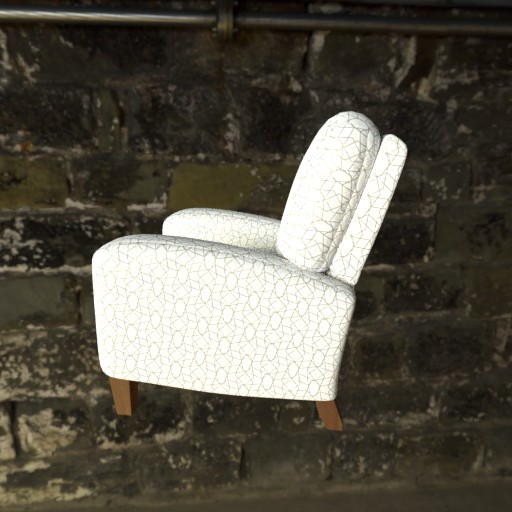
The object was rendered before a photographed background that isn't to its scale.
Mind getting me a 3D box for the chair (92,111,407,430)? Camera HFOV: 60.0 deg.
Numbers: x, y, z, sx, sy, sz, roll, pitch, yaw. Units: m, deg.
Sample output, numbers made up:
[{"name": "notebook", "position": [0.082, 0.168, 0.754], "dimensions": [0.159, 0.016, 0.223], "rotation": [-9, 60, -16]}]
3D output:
[{"name": "chair", "position": [0.000, 0.000, 1.765], "dimensions": [0.995, 1.064, 0.796], "rotation": [2, 14, 9]}]
